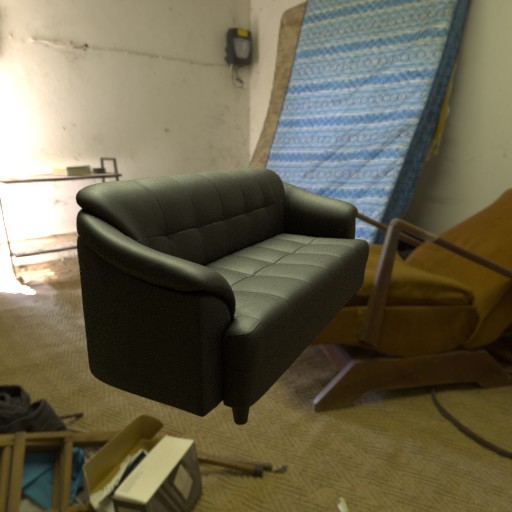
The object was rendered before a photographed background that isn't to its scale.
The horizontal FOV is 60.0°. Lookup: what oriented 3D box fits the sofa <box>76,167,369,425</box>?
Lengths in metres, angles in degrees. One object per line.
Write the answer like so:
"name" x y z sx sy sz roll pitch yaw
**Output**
"sofa" 0.000 0.000 2.251 0.800 0.811 1.829 7 16 26
